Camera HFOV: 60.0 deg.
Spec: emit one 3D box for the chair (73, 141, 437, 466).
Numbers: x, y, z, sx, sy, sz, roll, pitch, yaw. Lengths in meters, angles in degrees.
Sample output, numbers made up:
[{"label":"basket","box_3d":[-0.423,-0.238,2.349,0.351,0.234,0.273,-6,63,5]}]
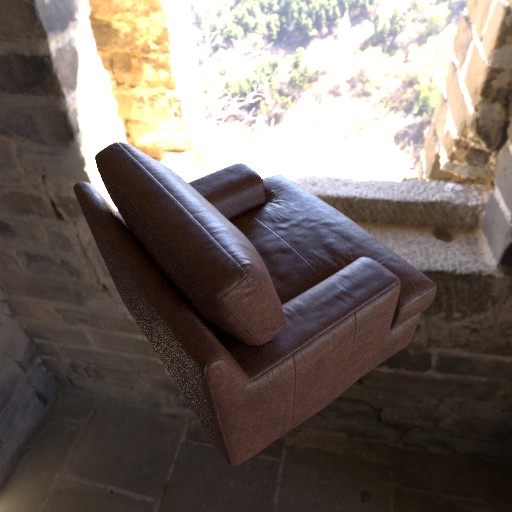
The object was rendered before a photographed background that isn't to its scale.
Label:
[{"label":"chair","box_3d":[0.000,0.000,1.956,1.143,0.939,1.168,-25,47,-25]}]
